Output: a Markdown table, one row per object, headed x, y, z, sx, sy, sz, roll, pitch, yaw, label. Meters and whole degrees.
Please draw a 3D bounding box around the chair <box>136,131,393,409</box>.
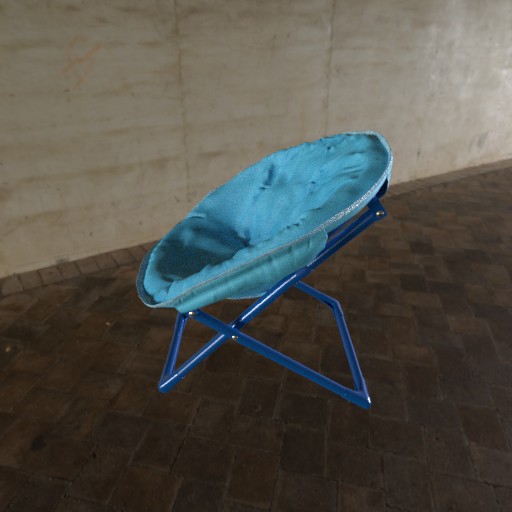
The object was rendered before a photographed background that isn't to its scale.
| x | y | z | sx | sy | sz | roll | pitch | yaw | label |
| --- | --- | --- | --- | --- | --- | --- | --- | --- | --- |
| 0.000 | 0.000 | 0.894 | 0.465 | 0.478 | 0.520 | 0 | 27 | 0 | chair |
